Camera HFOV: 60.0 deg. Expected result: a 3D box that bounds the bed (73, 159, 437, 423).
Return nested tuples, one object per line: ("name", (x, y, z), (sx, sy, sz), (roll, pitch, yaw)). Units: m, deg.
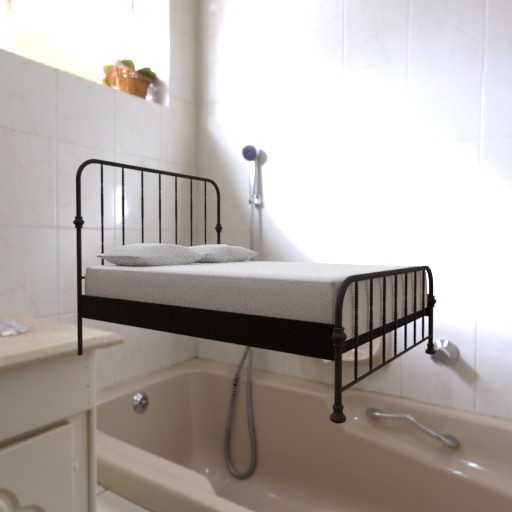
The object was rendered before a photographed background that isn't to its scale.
("bed", (0.000, 0.000, 3.231), (2.134, 1.446, 1.616), (1, 2, 36))
